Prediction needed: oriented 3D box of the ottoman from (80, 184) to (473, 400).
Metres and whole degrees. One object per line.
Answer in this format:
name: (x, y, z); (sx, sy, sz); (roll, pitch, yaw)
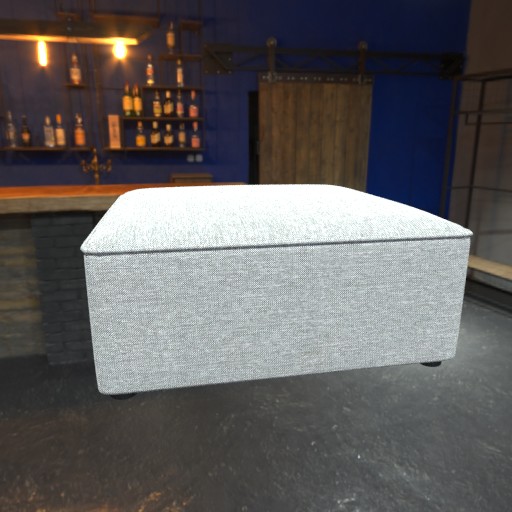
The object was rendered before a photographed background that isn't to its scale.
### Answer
ottoman: (0.000, 0.000, 1.588); (1.005, 0.455, 1.005); (-3, 15, -11)
